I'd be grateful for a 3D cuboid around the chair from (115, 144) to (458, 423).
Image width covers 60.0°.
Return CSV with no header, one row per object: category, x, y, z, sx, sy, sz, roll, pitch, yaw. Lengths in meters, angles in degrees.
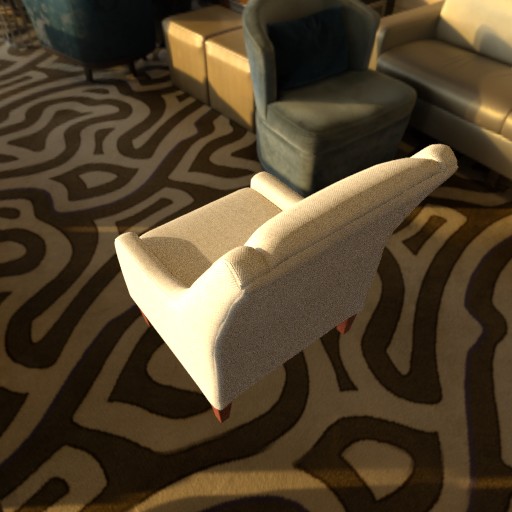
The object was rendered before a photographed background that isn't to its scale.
chair,0.000,0.000,1.623,0.774,1.014,0.870,-29,52,-26
